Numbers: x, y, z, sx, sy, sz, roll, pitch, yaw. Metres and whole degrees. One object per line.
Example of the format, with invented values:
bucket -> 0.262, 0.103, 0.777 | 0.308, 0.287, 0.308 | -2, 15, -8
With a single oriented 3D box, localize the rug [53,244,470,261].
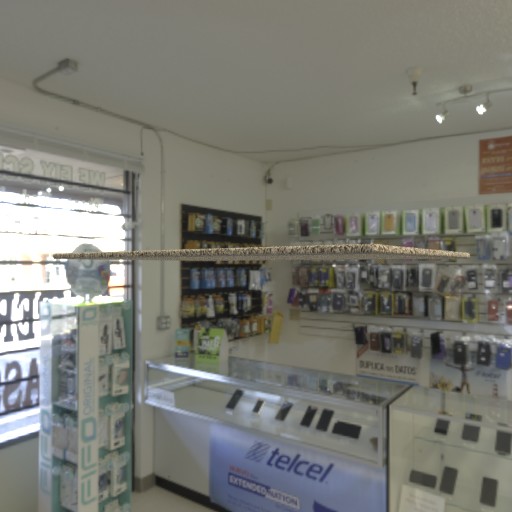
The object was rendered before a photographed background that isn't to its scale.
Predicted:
rug -> 0.000, 0.000, 2.278 | 1.778, 0.030, 1.219 | -1, -1, 37
